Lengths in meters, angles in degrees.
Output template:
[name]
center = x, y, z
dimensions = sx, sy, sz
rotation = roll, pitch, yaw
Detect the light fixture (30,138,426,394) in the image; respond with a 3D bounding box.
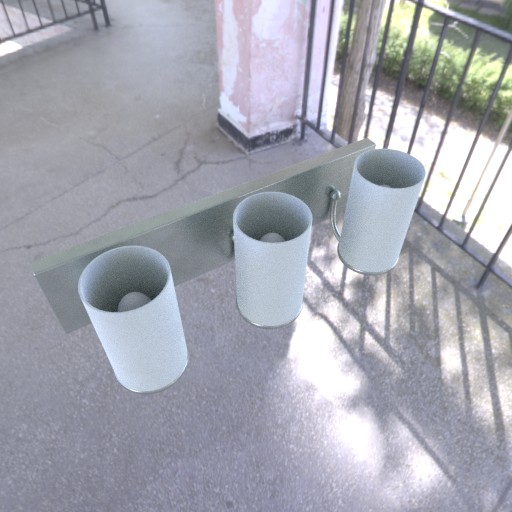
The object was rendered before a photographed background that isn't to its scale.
[light fixture]
center = 0.000, 0.000, 0.524
dimensions = 0.451, 0.172, 0.145
rotation = -24, 51, -21
